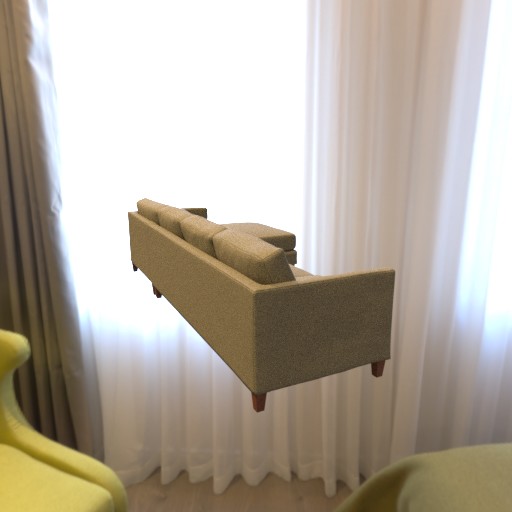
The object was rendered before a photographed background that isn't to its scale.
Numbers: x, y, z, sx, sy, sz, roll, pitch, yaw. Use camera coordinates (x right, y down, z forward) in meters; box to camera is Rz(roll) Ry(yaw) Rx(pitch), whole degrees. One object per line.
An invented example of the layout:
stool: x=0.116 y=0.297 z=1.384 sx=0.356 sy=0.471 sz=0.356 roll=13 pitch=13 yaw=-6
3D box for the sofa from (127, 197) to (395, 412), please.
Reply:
sofa: x=0.000 y=0.000 z=3.939 sx=1.625 sy=0.861 sz=3.186 roll=-7 pitch=15 yaw=-26
